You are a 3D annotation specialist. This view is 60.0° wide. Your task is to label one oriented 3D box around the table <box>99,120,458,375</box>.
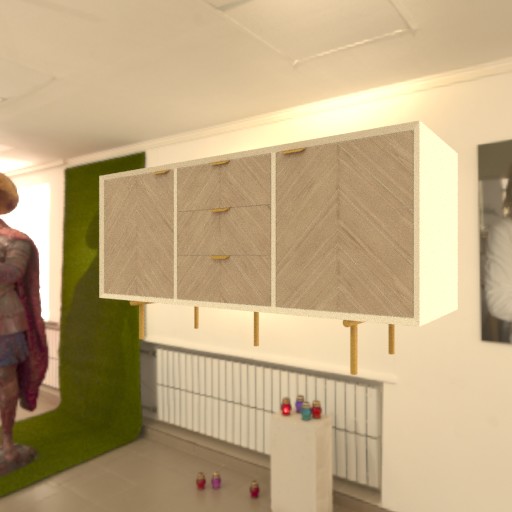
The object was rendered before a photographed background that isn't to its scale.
[{"bbox_3d":[0.000,0.000,1.897,1.500,0.769,0.508,0,0,36],"label":"table"}]
